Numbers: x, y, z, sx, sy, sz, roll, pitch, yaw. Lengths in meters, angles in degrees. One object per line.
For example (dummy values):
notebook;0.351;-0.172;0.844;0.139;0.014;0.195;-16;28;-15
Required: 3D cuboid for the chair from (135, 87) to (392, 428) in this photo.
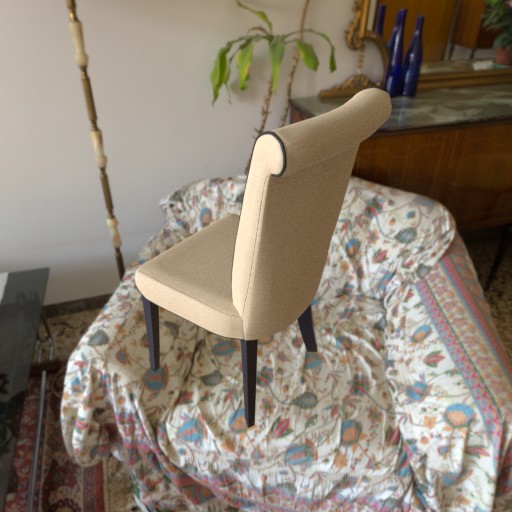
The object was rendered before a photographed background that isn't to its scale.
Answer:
chair;0.000;0.000;1.397;0.623;0.997;0.522;22;39;30
